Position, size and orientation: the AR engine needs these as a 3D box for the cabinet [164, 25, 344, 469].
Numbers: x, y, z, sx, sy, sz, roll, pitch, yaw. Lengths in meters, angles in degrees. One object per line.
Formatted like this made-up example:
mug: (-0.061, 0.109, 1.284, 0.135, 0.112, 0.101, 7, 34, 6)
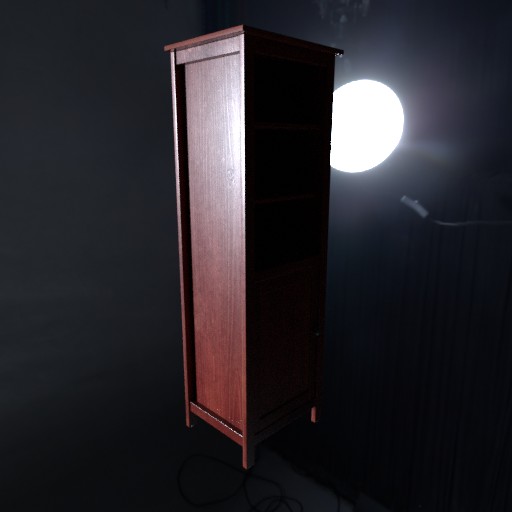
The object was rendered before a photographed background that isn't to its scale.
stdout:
cabinet: (0.000, 0.000, 1.755, 0.500, 1.518, 0.401, -13, 19, -43)
